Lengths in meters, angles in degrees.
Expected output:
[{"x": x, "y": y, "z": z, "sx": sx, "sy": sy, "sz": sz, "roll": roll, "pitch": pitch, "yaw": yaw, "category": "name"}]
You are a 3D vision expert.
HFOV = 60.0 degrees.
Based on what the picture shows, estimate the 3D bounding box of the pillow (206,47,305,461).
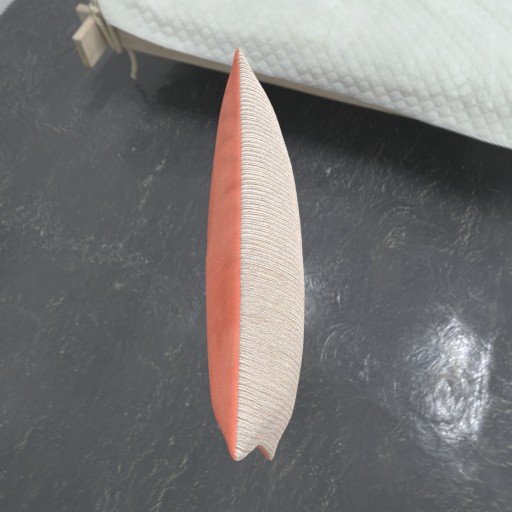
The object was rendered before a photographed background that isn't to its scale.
[{"x": 0.000, "y": 0.000, "z": 0.723, "sx": 0.155, "sy": 0.307, "sz": 0.608, "roll": -1, "pitch": 65, "yaw": 0, "category": "pillow"}]
